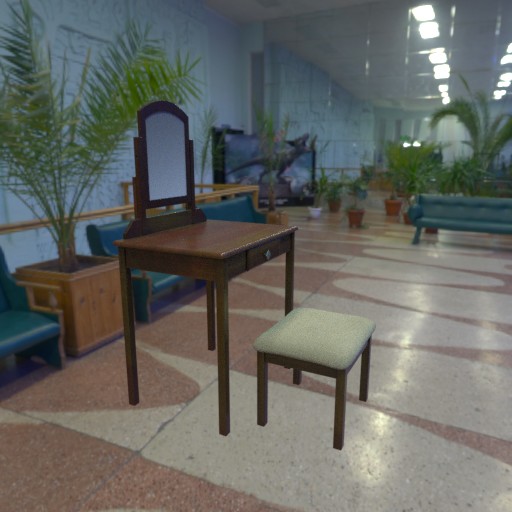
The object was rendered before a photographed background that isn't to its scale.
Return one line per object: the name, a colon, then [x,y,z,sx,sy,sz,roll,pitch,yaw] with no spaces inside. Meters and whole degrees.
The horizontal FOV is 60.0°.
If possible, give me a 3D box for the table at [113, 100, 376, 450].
table: [0.000,0.000,2.359,1.211,1.631,0.876,7,14,27]
